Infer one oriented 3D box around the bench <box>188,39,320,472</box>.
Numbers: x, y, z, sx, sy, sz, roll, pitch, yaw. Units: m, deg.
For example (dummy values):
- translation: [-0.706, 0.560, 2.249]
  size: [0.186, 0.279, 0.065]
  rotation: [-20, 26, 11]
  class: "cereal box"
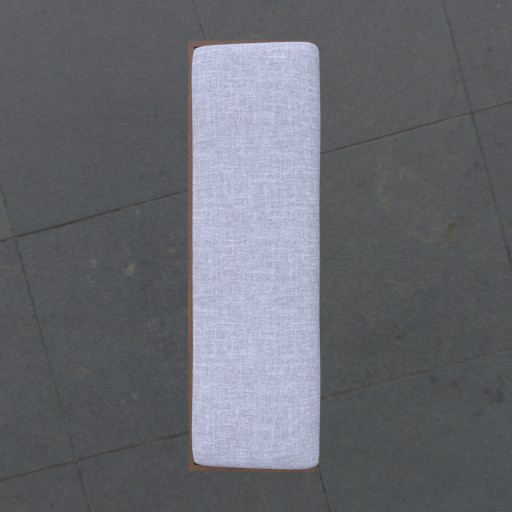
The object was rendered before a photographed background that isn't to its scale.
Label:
- translation: [0.000, 0.000, 1.427]
  size: [0.367, 0.468, 1.196]
  rotation: [0, 90, 2]
  class: "bench"
